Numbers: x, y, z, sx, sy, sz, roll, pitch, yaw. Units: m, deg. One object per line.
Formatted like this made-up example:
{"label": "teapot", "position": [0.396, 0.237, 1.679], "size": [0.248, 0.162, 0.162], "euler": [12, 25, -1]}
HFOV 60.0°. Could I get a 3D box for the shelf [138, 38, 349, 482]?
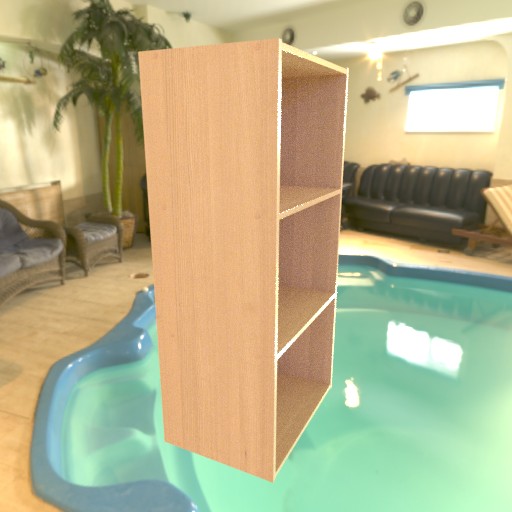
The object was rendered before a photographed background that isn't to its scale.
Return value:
{"label": "shelf", "position": [0.000, 0.000, 1.078], "size": [0.292, 0.876, 0.417], "euler": [8, 18, 26]}
